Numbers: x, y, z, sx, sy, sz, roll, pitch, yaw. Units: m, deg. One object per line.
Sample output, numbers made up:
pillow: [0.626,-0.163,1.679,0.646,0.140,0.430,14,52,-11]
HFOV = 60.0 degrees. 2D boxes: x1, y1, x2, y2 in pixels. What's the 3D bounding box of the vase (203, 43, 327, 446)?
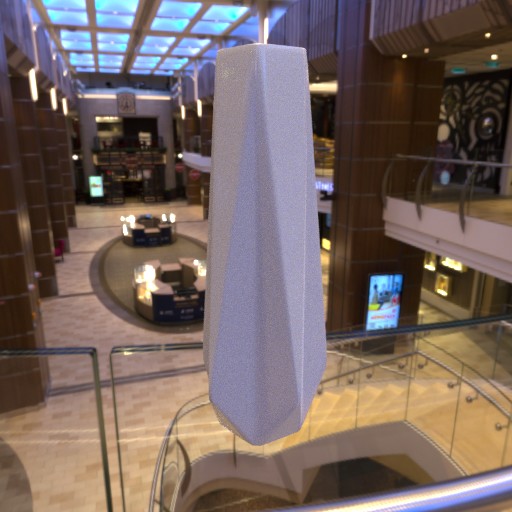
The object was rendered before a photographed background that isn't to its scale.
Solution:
vase: [0.000,0.000,0.389,0.116,0.329,0.122,7,17,25]
